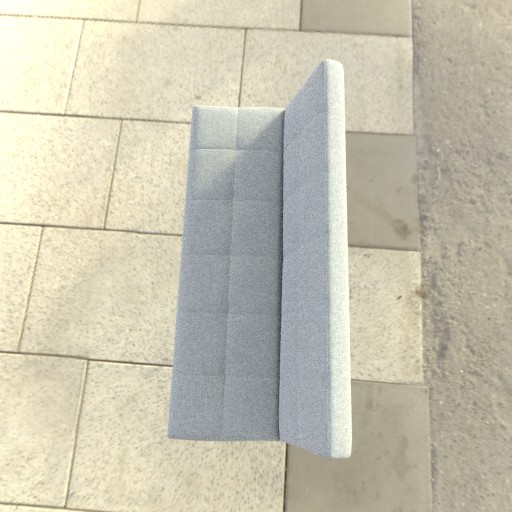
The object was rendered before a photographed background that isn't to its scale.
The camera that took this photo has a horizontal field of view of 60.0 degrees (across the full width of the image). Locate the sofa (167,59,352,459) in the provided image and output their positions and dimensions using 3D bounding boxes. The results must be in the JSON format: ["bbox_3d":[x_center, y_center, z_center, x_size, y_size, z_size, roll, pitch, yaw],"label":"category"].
[{"bbox_3d":[0.000,0.000,2.286,0.800,0.800,1.820,2,75,0],"label":"sofa"}]
